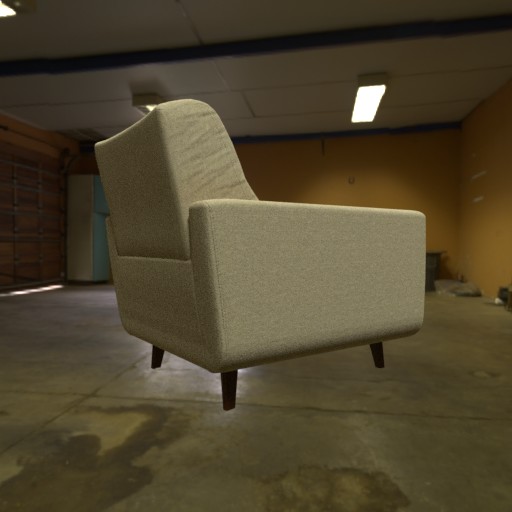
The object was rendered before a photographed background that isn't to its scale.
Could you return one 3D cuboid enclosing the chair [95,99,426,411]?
[{"bbox_3d":[0.000,0.000,1.834,1.128,0.965,0.897,-1,2,-36],"label":"chair"}]
